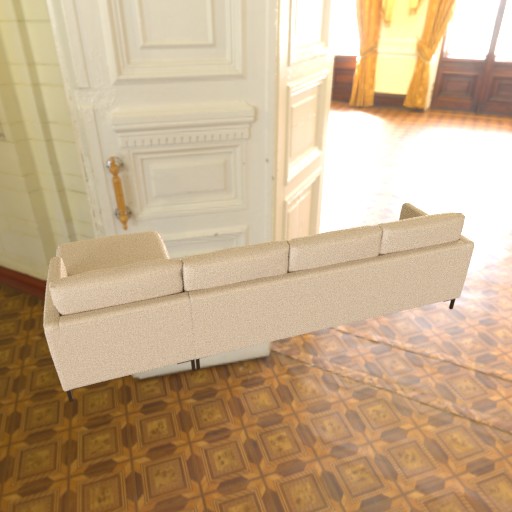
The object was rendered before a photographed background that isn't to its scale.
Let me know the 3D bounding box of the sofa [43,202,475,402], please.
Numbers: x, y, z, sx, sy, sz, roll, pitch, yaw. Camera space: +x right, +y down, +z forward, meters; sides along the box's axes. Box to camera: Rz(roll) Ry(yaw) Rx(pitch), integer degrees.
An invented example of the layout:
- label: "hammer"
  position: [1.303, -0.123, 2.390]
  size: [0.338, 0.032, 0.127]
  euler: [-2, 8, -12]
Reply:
- label: "sofa"
  position: [0.000, 0.000, 3.178]
  size: [2.731, 0.755, 1.258]
  euler: [-10, 32, -16]
